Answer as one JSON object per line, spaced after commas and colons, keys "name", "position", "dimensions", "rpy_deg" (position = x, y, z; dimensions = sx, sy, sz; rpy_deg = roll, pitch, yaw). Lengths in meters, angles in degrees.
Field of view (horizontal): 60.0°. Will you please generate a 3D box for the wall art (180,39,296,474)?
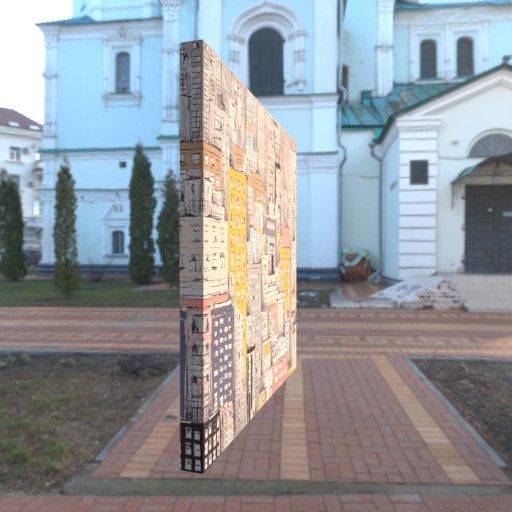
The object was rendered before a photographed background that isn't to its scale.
{"name": "wall art", "position": [0.000, 0.000, 1.141], "dimensions": [0.048, 0.762, 0.761], "rpy_deg": [0, 0, 17]}
